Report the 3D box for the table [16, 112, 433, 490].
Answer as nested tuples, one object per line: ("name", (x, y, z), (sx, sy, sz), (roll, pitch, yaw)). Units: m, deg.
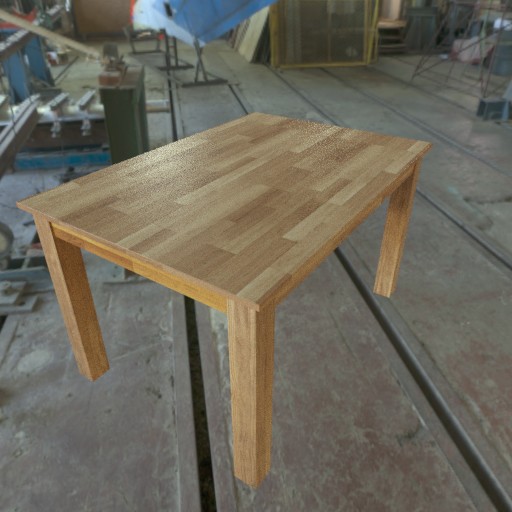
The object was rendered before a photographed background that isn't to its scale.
("table", (0.000, 0.000, 1.800), (0.900, 0.750, 1.300), (20, 37, 28))
